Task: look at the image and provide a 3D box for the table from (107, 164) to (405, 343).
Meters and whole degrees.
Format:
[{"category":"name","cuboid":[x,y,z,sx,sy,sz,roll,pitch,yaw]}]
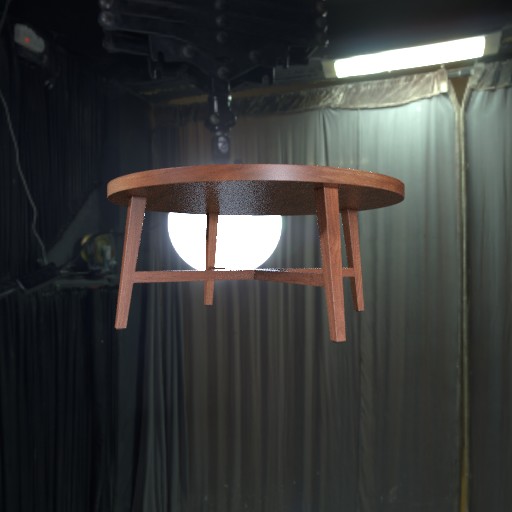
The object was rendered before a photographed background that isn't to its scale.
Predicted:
[{"category":"table","cuboid":[0.000,0.000,1.258,0.800,0.360,0.800,0,0,0]}]
